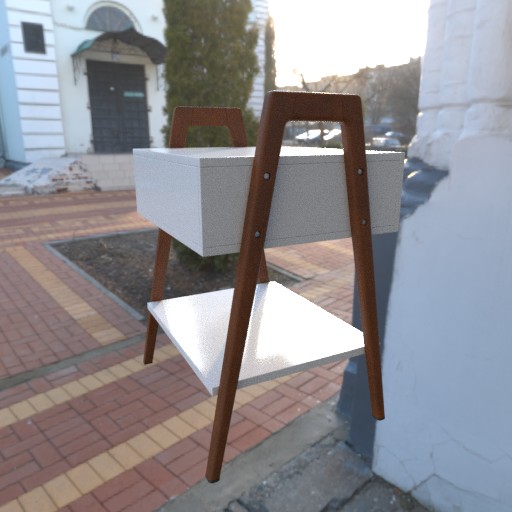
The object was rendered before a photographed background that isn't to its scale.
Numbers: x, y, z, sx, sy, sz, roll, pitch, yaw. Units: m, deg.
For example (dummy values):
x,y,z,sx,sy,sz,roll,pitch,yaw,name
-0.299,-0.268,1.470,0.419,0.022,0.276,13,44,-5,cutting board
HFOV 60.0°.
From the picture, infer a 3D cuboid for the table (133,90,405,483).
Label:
x,y,z,sx,sy,sz,roll,pitch,yaw,name
0.000,0.000,0.926,0.405,0.610,0.457,-8,17,-26,table
